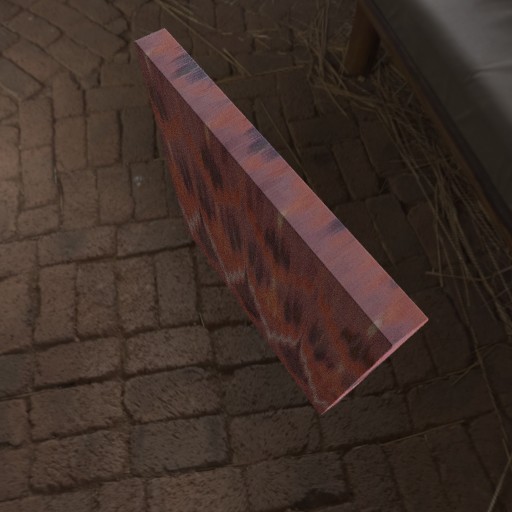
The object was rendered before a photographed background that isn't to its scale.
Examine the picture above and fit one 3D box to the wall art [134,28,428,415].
[{"bbox_3d":[0.000,0.000,0.585,0.038,0.406,0.403,-32,68,-15],"label":"wall art"}]
